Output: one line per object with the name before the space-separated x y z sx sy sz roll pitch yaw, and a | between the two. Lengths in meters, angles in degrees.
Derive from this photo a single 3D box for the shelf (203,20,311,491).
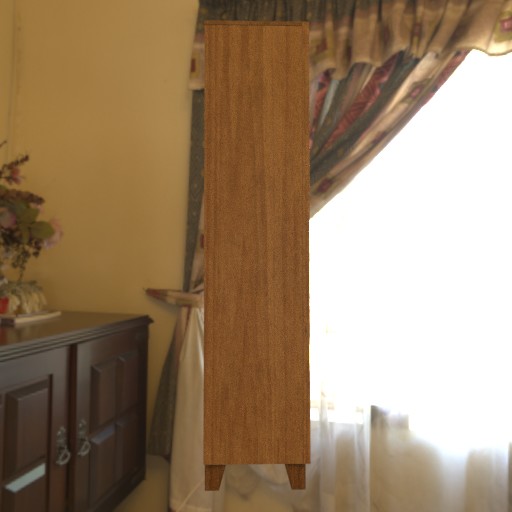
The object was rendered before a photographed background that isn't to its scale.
shelf | 0.000 0.000 2.248 0.453 1.930 0.864 0 -2 -1
